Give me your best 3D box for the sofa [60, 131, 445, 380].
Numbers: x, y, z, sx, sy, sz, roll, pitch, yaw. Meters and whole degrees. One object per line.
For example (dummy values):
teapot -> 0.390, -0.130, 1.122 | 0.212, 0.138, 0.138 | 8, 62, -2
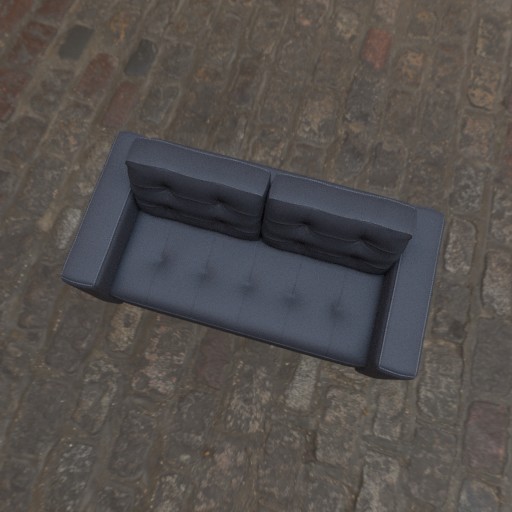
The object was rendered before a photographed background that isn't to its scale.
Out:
sofa -> 0.000, 0.000, 2.287 | 1.726, 0.893, 0.833 | 15, 75, 4
